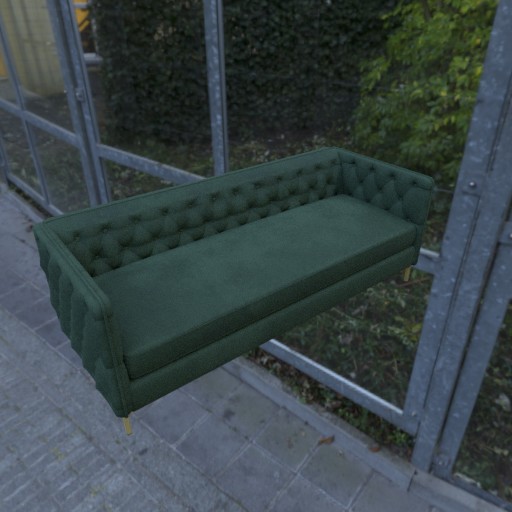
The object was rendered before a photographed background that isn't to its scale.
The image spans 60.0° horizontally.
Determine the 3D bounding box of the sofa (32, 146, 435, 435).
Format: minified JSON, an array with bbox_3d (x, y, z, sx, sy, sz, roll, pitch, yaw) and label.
[{"bbox_3d":[0.000,0.000,2.661,2.209,0.771,0.895,-21,37,-32],"label":"sofa"}]
